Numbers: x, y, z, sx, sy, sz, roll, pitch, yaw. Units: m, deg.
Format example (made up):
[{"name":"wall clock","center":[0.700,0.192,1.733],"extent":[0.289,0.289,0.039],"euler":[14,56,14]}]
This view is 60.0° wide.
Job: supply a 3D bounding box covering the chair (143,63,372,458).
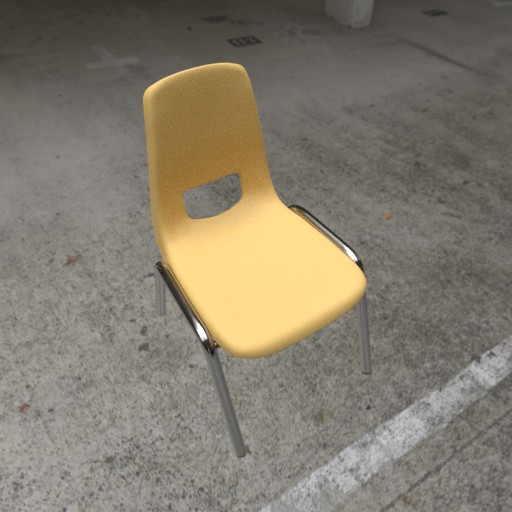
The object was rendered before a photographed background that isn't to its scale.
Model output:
[{"name":"chair","center":[0.000,0.000,0.847],"extent":[0.354,0.586,0.423],"euler":[-25,50,-22]}]
